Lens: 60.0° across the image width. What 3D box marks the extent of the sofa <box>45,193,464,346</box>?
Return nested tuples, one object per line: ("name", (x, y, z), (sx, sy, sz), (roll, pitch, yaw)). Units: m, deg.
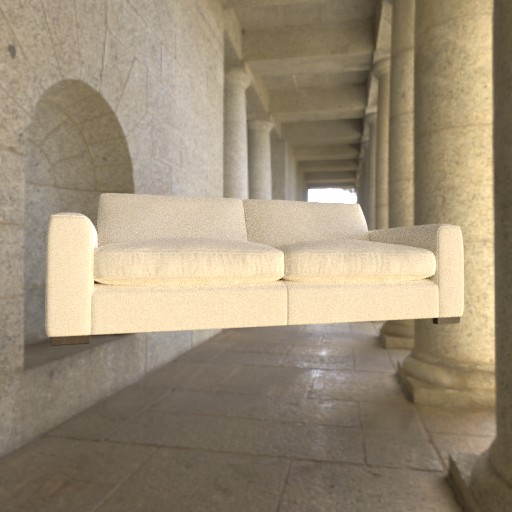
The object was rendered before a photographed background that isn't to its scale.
("sofa", (0.000, 0.000, 2.738), (2.262, 0.801, 1.070), (0, 0, -18))
